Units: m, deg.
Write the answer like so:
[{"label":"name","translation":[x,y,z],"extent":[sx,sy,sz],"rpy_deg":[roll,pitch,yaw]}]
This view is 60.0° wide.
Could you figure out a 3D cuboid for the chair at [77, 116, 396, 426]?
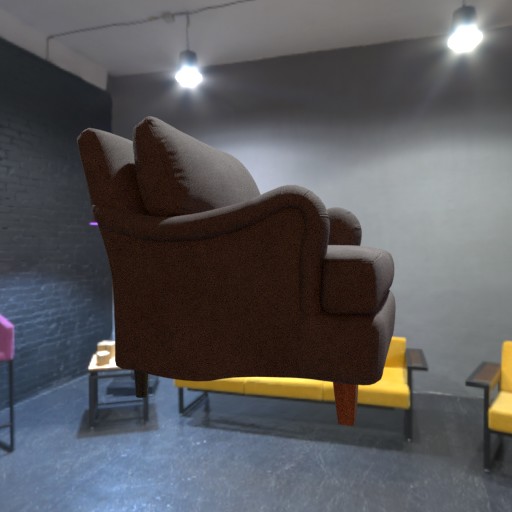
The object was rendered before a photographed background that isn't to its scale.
[{"label":"chair","translation":[0.000,0.000,1.818],"extent":[1.070,0.997,0.955],"rpy_deg":[0,1,20]}]
